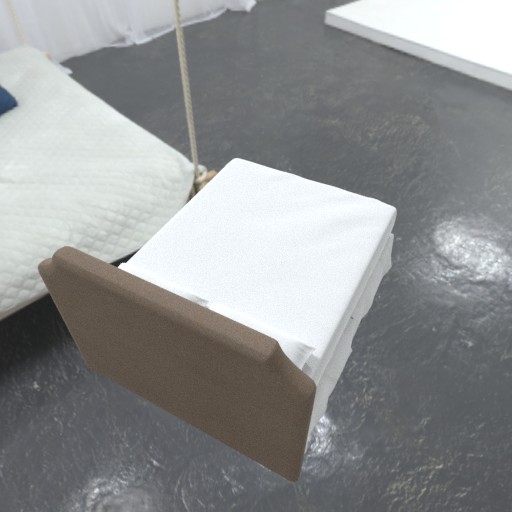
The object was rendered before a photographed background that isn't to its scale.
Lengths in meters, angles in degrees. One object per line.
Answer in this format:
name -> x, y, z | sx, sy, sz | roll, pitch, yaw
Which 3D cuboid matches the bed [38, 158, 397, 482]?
bed -> 0.000, 0.000, 3.166 | 1.693, 1.290, 2.116 | 21, 50, 19
